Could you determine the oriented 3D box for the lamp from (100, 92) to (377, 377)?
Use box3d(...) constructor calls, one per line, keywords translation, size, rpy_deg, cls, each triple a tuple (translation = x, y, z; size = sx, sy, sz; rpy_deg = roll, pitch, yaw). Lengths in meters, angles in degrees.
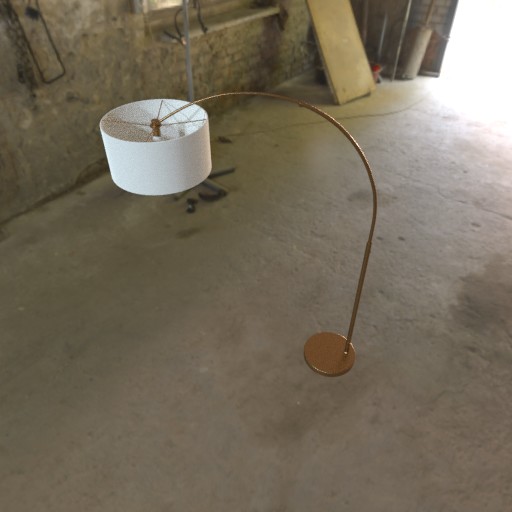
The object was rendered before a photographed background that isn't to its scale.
box3d(translation=(0.000, 0.000, 2.607), size=(1.434, 1.927, 0.493), rpy_deg=(-1, 40, -1), cls="lamp")
